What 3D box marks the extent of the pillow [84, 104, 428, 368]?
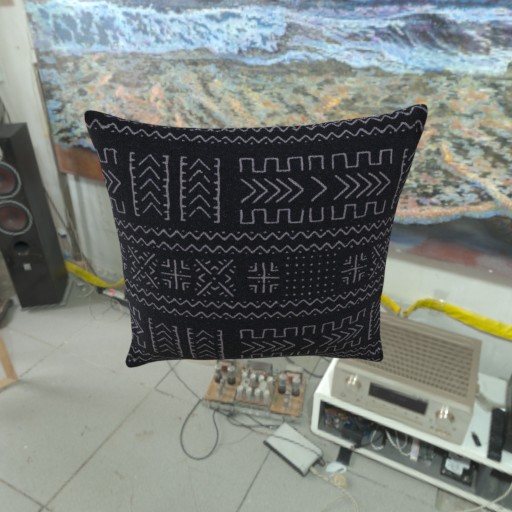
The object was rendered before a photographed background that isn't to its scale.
[{"bbox_3d":[0.000,0.000,0.656,0.438,0.430,0.164,-1,30,-2],"label":"pillow"}]
